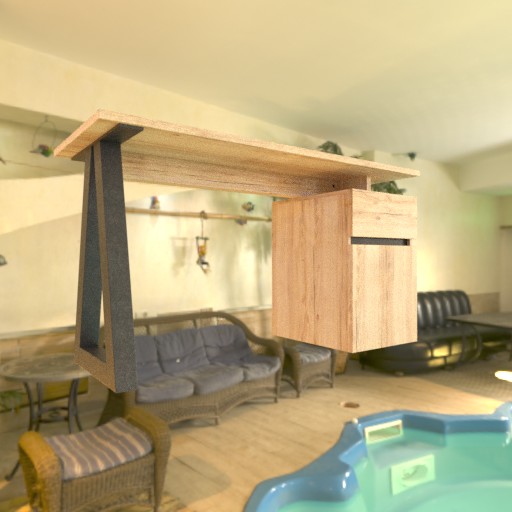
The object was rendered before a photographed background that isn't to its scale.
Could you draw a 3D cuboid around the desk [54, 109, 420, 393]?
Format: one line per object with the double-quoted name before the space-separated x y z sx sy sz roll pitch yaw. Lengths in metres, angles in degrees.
"desk" 0.000 0.000 1.782 1.400 0.760 0.550 0 0 -36
